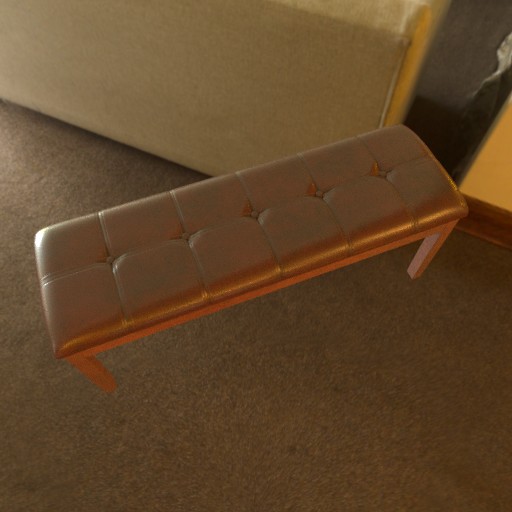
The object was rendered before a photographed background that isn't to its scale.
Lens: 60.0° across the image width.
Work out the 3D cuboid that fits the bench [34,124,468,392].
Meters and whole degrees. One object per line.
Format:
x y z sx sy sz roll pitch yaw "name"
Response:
0.000 0.000 1.486 1.259 0.491 0.401 -19 61 -11 "bench"
